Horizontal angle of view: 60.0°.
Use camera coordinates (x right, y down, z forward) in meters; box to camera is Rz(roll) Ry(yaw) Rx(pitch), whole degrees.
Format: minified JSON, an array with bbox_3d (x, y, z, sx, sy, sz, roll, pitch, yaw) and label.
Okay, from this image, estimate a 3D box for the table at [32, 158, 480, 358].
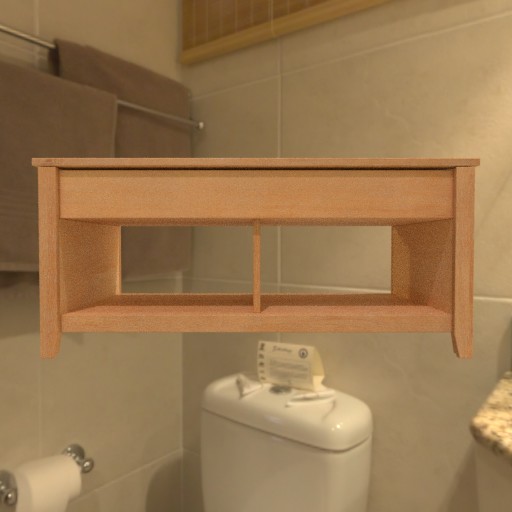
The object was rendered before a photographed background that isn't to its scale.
[{"bbox_3d":[0.000,0.000,1.251,1.016,0.457,0.483,0,2,0],"label":"table"}]
